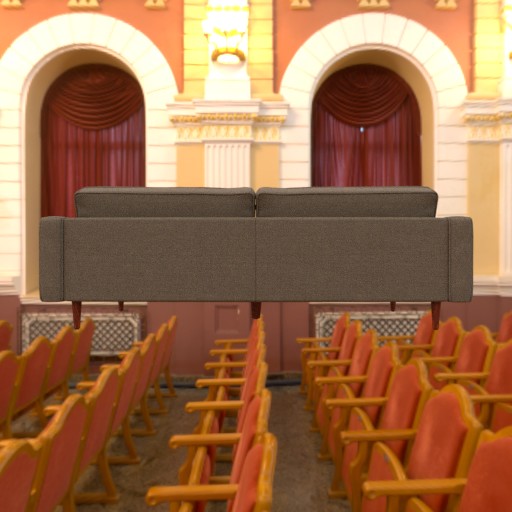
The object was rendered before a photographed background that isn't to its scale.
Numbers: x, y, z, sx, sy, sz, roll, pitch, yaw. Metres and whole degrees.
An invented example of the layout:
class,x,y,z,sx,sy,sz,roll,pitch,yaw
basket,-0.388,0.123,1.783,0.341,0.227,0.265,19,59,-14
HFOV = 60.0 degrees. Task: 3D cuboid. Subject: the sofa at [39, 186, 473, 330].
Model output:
class,x,y,z,sx,sy,sz,roll,pitch,yaw
sofa,0.000,0.000,2.674,2.198,0.762,0.914,0,0,0
